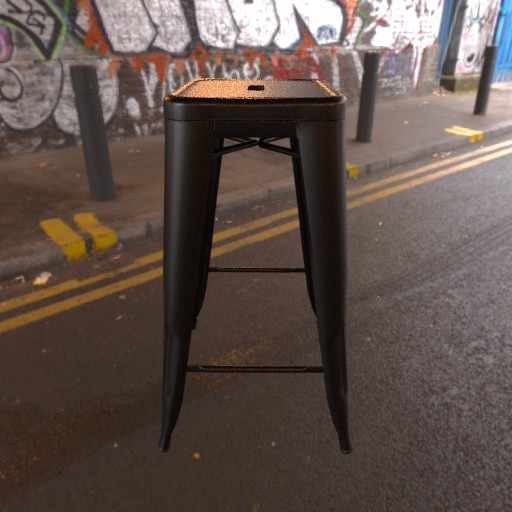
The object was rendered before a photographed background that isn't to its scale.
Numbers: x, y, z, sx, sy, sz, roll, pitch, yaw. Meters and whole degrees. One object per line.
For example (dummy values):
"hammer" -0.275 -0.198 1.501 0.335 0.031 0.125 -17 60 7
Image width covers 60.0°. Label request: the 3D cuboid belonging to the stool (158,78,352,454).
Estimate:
"stool" 0.000 0.000 0.846 0.359 0.609 0.399 0 27 0
